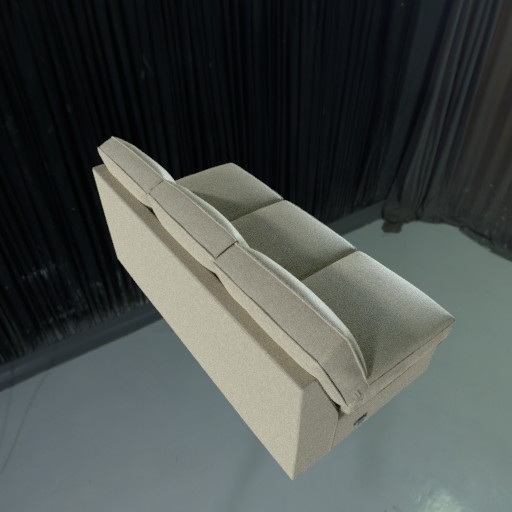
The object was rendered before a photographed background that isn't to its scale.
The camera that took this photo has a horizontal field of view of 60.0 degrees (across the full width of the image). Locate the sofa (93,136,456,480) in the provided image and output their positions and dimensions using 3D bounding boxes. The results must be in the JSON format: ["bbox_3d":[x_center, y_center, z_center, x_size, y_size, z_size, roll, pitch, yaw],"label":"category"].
[{"bbox_3d":[0.000,0.000,2.496,1.027,0.973,1.962,-26,47,-27],"label":"sofa"}]
